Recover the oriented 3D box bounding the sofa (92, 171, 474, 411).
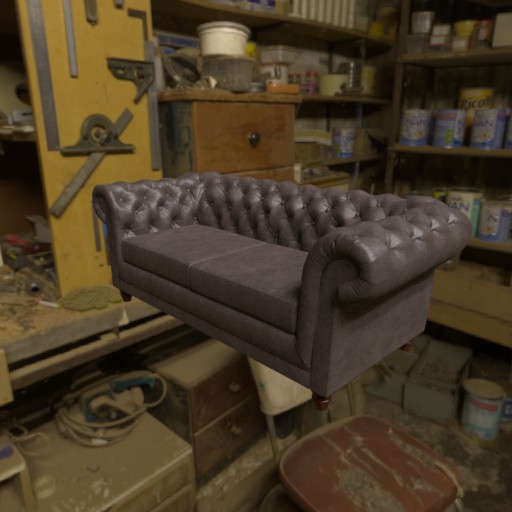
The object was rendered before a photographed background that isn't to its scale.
[{"bbox_3d":[0.000,0.000,2.494,0.944,0.779,2.048,-16,23,-42],"label":"sofa"}]
